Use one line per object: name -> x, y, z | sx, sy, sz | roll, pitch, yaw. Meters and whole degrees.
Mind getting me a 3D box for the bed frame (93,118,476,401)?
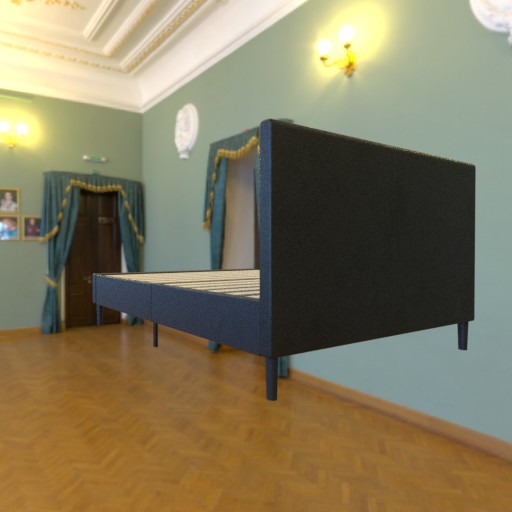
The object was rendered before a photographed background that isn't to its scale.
bed frame -> 0.000, 0.000, 2.909 | 1.469, 1.046, 2.152 | -1, 1, -37
